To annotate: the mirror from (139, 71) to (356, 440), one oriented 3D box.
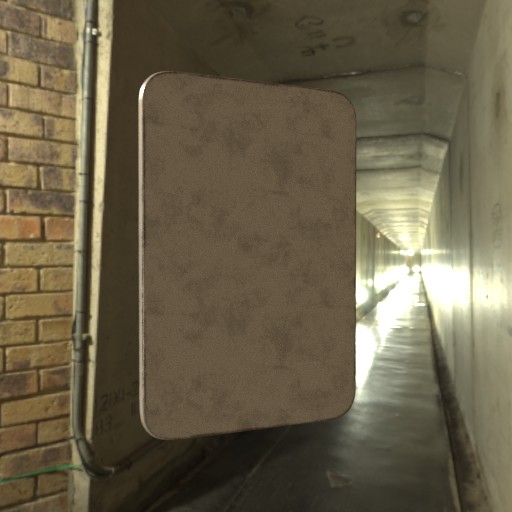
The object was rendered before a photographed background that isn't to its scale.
[{"bbox_3d":[0.000,0.000,0.902,0.461,0.713,0.024,0,1,-18],"label":"mirror"}]
